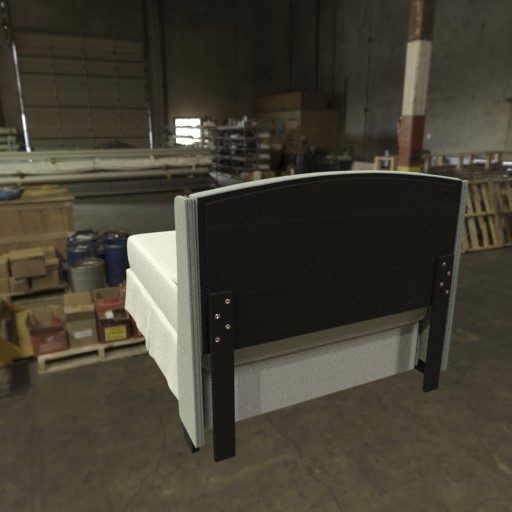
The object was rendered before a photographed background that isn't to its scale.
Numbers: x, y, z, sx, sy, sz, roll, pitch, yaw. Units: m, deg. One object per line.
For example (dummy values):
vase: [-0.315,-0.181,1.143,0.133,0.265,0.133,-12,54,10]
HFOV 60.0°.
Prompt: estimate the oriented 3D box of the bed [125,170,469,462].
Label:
bed: [0.000,0.000,3.324,1.710,1.407,2.237,-7,17,-25]
